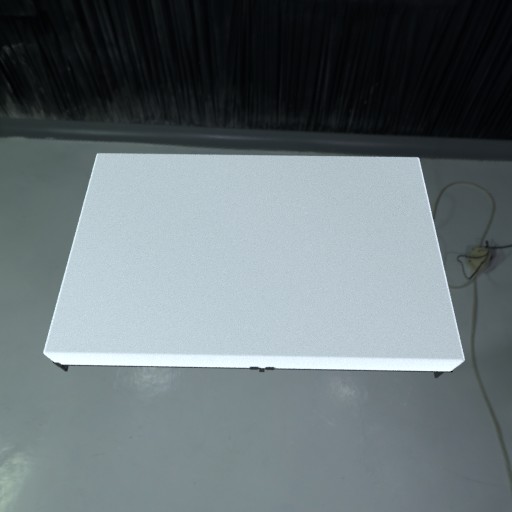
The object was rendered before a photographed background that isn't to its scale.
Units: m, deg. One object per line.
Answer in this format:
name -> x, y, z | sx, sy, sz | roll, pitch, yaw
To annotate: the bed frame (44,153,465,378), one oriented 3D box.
bed frame -> 0.000, 0.000, 3.785 | 2.987, 0.440, 1.930 | 1, 59, 1
